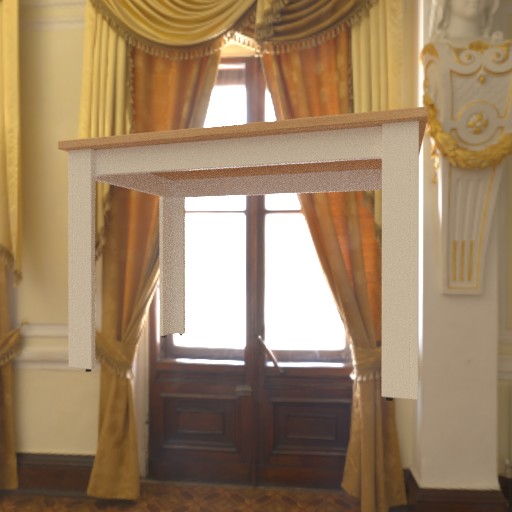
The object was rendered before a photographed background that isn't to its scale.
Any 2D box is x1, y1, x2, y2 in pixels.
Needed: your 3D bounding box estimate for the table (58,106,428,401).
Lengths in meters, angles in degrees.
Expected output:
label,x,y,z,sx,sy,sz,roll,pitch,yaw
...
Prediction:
label,x,y,z,sx,sy,sz,roll,pitch,yaw
table,0.000,0.000,1.578,1.100,0.734,0.700,0,0,18
